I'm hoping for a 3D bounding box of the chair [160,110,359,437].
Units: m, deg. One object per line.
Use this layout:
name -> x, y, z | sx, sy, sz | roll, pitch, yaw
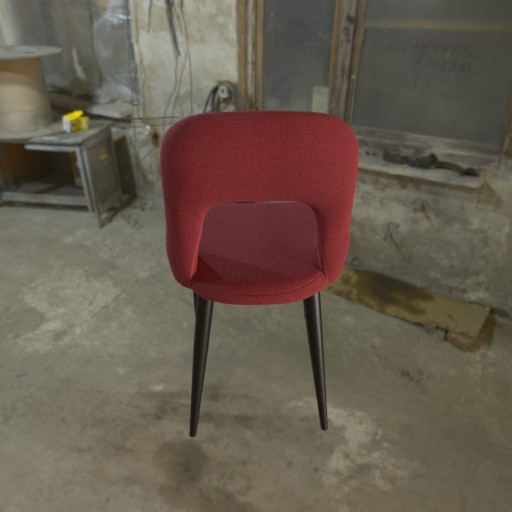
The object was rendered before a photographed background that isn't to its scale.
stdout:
chair -> 0.000, 0.000, 1.236 | 0.483, 0.892, 0.569 | -1, 30, -2
